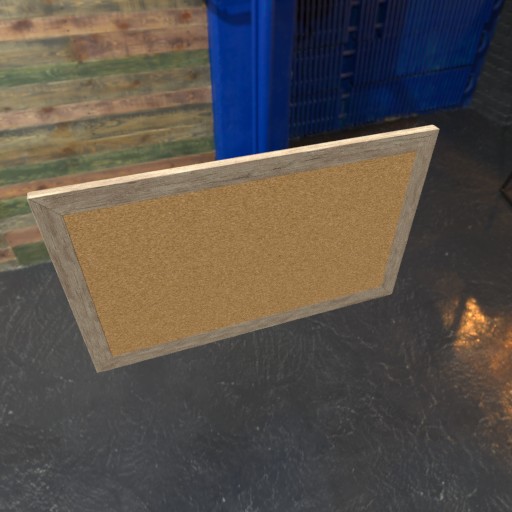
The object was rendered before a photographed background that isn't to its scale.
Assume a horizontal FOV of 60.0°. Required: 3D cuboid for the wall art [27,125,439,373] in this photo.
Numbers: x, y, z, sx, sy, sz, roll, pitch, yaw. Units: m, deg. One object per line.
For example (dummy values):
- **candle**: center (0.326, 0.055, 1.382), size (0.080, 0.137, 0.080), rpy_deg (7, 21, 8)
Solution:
- **wall art**: center (0.000, 0.000, 0.967), size (0.780, 0.480, 0.021), rpy_deg (-13, 43, -14)
